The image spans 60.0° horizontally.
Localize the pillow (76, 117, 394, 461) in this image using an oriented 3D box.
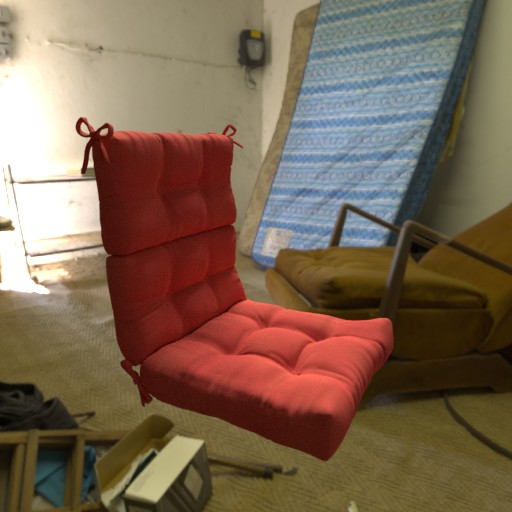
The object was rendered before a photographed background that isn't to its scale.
[{"bbox_3d":[0.000,0.000,1.017,0.571,0.605,0.519,8,16,28],"label":"pillow"}]
